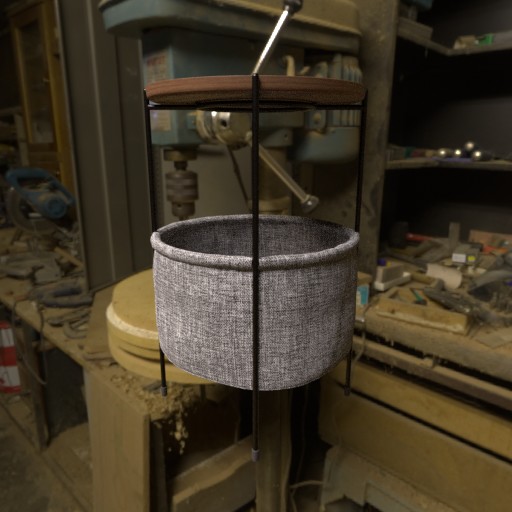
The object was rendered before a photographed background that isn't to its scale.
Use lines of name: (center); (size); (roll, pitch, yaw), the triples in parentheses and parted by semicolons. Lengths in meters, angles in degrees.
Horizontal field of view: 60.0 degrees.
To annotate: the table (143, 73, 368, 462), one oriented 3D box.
table: (0.000, 0.000, 0.878); (0.400, 0.623, 0.400); (-15, 21, -43)
